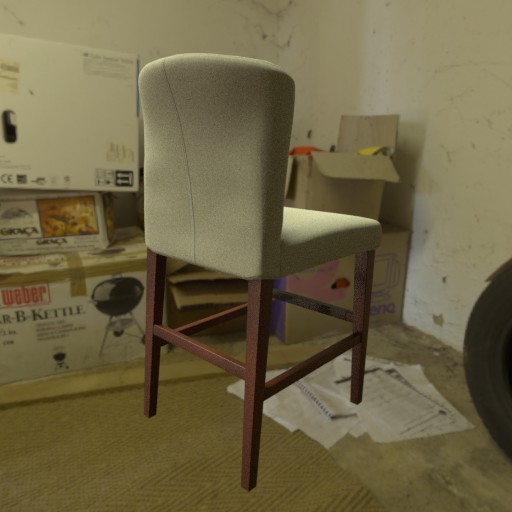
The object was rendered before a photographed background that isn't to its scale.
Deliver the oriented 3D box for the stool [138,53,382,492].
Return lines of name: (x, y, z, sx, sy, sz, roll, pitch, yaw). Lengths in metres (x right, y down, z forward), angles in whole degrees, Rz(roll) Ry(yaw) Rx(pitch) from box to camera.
stool: (0.000, 0.000, 1.241, 0.479, 0.968, 0.568, 13, 19, 42)
